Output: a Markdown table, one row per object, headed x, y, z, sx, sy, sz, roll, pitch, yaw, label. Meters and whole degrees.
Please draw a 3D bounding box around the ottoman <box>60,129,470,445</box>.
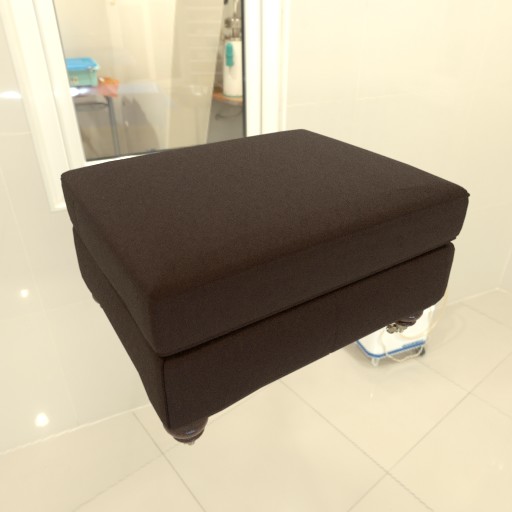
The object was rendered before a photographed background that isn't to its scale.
| x | y | z | sx | sy | sz | roll | pitch | yaw | label |
| --- | --- | --- | --- | --- | --- | --- | --- | --- | --- |
| 0.000 | 0.000 | 1.755 | 1.187 | 0.730 | 0.967 | -18 | 35 | -28 | ottoman |
